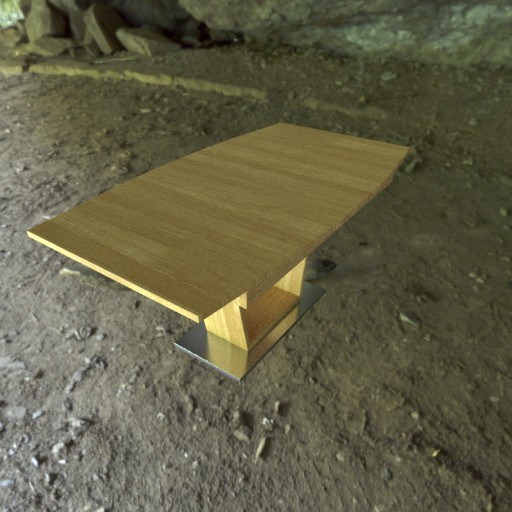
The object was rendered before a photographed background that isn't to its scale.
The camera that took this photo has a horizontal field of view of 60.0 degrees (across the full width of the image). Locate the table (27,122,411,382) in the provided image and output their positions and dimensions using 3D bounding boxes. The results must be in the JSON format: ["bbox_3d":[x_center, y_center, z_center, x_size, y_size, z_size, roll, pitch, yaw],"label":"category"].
[{"bbox_3d":[0.000,0.000,2.063,0.900,0.748,1.598,21,38,29],"label":"table"}]
